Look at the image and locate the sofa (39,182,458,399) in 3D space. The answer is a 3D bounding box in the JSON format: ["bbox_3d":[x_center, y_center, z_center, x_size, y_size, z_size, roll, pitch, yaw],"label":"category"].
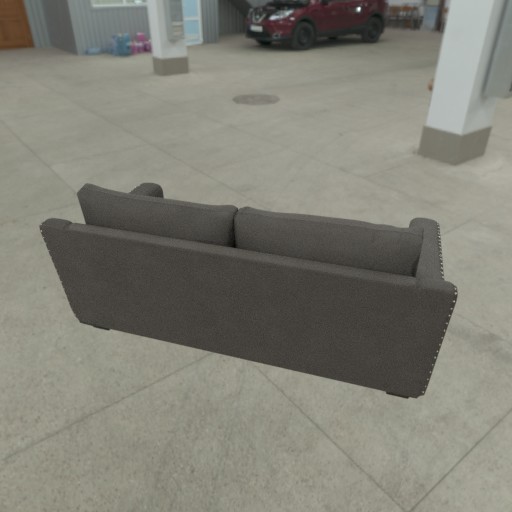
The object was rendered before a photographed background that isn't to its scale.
[{"bbox_3d":[0.000,0.000,3.297,2.550,1.196,1.336,9,33,15],"label":"sofa"}]
